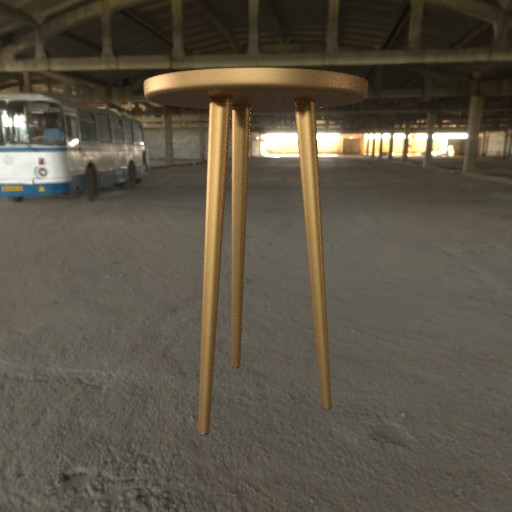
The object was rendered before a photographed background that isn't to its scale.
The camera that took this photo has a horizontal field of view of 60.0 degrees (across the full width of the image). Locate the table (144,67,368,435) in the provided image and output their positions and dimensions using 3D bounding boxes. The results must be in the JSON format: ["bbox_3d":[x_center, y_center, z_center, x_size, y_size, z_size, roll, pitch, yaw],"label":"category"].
[{"bbox_3d":[0.000,0.000,0.665,0.299,0.480,0.299,2,14,8],"label":"table"}]
